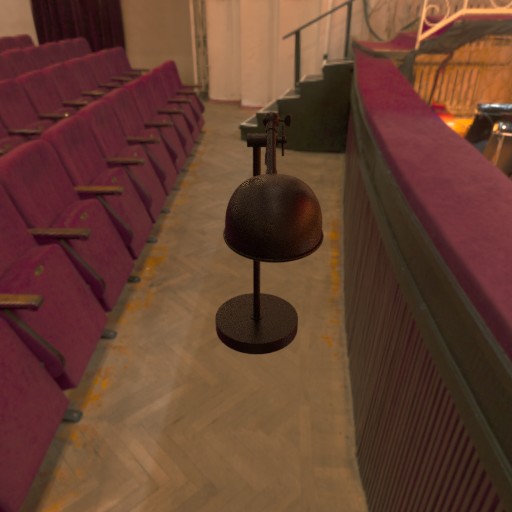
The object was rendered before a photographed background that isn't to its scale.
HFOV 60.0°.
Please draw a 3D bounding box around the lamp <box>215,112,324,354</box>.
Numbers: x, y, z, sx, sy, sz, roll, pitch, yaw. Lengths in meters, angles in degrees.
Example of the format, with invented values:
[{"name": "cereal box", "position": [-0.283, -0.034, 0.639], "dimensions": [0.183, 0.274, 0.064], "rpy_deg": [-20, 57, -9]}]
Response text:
[{"name": "lamp", "position": [0.000, 0.000, 0.793], "dimensions": [0.185, 0.495, 0.567], "rpy_deg": [0, 30, 1]}]
